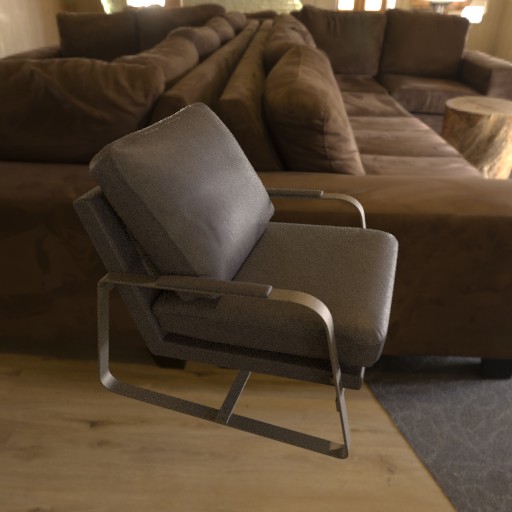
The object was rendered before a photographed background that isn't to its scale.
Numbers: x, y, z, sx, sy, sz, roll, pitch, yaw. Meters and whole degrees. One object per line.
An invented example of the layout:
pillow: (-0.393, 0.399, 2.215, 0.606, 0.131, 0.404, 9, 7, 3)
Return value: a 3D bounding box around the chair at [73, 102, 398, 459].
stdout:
chair: (0.000, 0.000, 1.452, 0.878, 0.839, 0.692, 10, 32, 16)
